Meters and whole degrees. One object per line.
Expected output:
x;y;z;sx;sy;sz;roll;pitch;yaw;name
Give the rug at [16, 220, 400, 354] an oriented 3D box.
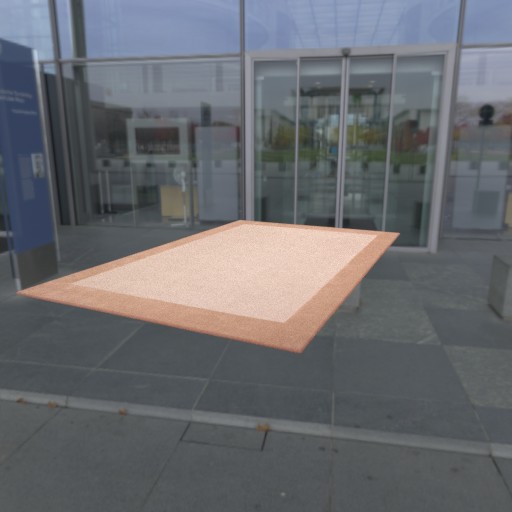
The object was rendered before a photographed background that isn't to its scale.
0.000;0.000;2.983;1.524;0.014;2.438;7;16;25;rug
